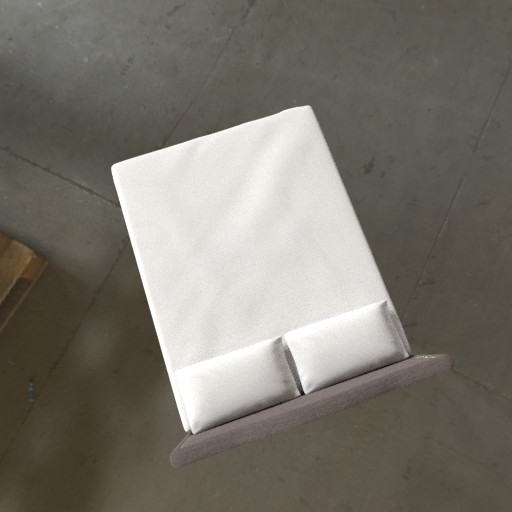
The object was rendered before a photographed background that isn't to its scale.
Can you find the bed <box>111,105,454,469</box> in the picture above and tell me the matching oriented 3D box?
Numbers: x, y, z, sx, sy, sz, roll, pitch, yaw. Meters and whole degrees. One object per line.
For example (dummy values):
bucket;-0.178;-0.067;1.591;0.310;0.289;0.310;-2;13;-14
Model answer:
bed;0.000;0.000;3.898;2.161;1.457;2.689;-18;77;-4
